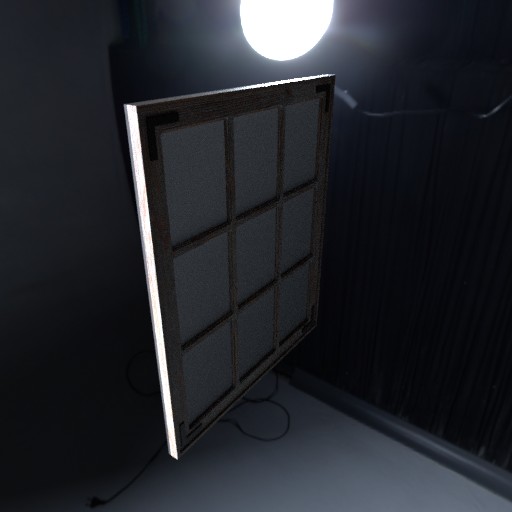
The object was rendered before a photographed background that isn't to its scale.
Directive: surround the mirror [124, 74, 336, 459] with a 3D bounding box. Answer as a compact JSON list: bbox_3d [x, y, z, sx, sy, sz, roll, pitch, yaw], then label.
[{"bbox_3d":[0.000,0.000,1.224,0.032,0.882,0.730,19,32,32],"label":"mirror"}]
